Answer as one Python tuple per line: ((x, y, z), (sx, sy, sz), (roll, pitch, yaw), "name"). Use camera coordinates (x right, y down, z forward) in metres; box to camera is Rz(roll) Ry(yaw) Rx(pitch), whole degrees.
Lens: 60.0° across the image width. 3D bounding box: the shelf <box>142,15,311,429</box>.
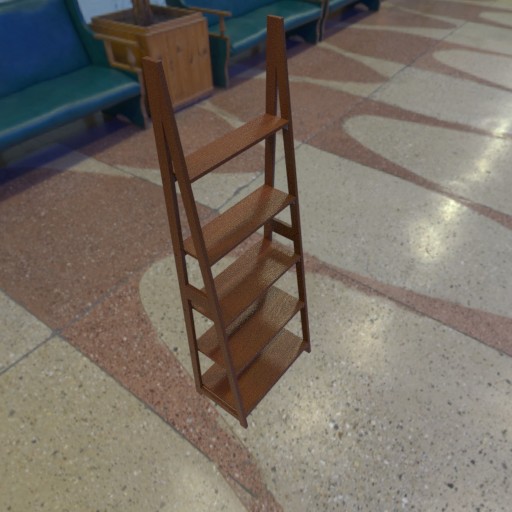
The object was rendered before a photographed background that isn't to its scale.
((0.000, 0.000, 1.980), (0.356, 1.780, 0.630), (27, 48, 27), "shelf")
